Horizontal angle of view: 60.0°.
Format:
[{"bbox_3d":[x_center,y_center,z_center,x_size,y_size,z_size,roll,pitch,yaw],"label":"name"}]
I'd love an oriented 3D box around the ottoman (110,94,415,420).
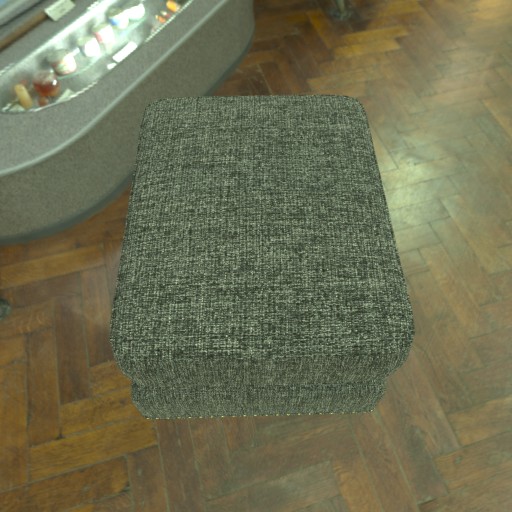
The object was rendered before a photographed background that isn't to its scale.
[{"bbox_3d":[0.000,0.000,1.148,0.589,0.537,0.738,-1,58,-1],"label":"ottoman"}]
